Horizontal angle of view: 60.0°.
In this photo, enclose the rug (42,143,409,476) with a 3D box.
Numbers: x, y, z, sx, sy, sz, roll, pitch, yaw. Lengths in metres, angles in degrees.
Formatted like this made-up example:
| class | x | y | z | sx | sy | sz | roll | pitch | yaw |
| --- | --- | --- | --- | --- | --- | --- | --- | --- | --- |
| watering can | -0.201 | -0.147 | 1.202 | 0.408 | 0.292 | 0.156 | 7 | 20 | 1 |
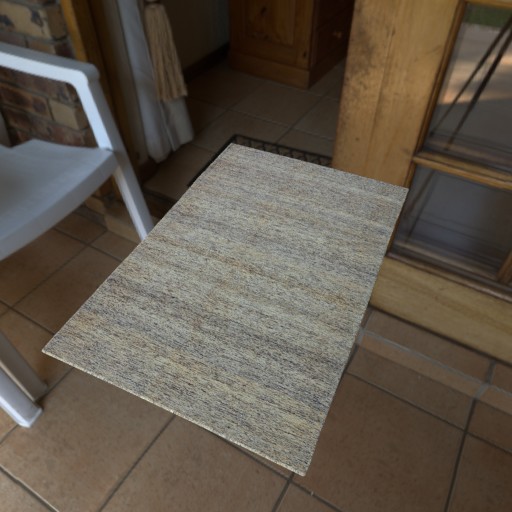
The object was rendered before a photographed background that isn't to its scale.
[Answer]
| class | x | y | z | sx | sy | sz | roll | pitch | yaw |
| --- | --- | --- | --- | --- | --- | --- | --- | --- | --- |
| rug | 0.000 | 0.000 | 2.350 | 1.243 | 0.014 | 1.846 | 18 | 49 | 17 |
